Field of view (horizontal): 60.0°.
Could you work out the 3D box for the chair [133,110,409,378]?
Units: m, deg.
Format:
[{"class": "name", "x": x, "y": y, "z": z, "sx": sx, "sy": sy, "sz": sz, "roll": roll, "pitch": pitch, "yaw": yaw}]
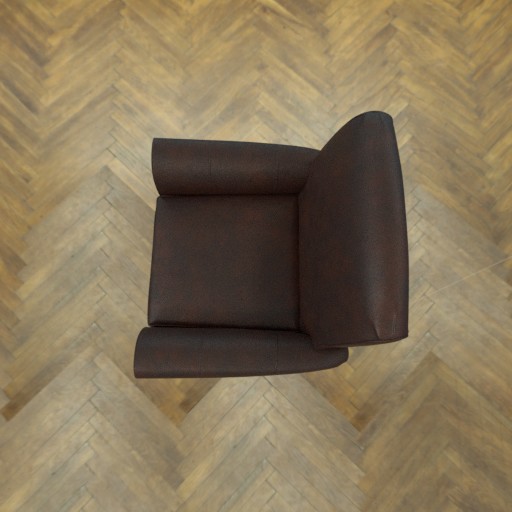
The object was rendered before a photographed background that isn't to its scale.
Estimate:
[{"class": "chair", "x": 0.000, "y": 0.000, "z": 1.809, "sx": 0.902, "sy": 1.061, "sz": 0.978, "roll": 1, "pitch": 75, "yaw": 0}]
